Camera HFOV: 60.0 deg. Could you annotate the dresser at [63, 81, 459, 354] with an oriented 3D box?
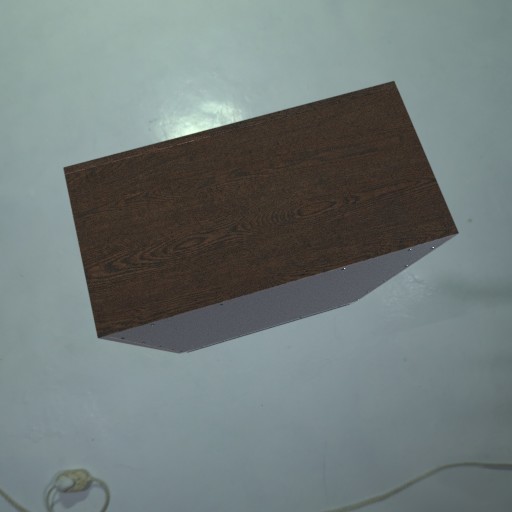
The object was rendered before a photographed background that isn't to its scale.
[{"bbox_3d":[0.000,0.000,1.829,0.965,1.321,0.508,-16,76,-4],"label":"dresser"}]
